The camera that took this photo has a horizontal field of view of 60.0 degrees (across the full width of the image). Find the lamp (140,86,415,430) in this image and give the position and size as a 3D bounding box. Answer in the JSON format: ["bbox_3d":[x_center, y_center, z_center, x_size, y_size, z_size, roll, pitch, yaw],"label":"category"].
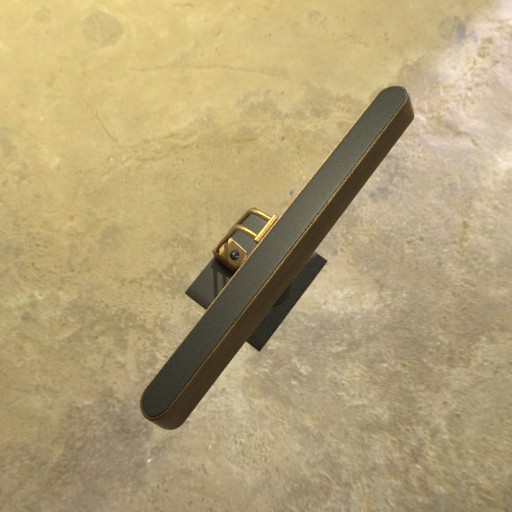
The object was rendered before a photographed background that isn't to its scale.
[{"bbox_3d":[0.000,0.000,0.583,0.156,0.345,0.412,37,79,8],"label":"lamp"}]
